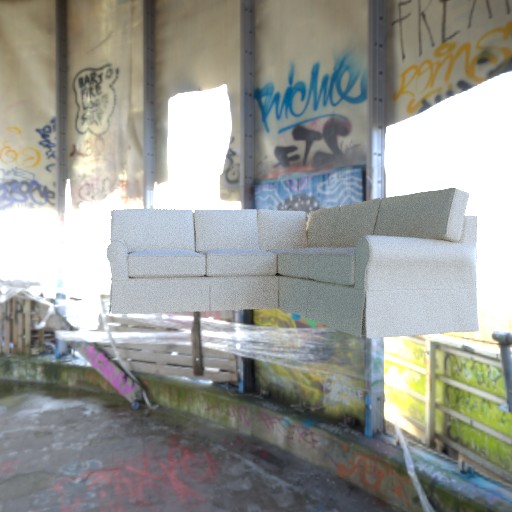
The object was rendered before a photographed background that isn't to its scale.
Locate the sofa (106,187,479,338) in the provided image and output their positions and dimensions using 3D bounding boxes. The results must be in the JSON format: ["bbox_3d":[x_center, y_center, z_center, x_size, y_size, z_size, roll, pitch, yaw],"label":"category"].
[{"bbox_3d":[0.000,0.000,4.001,2.591,1.070,2.597,0,1,-17],"label":"sofa"}]
